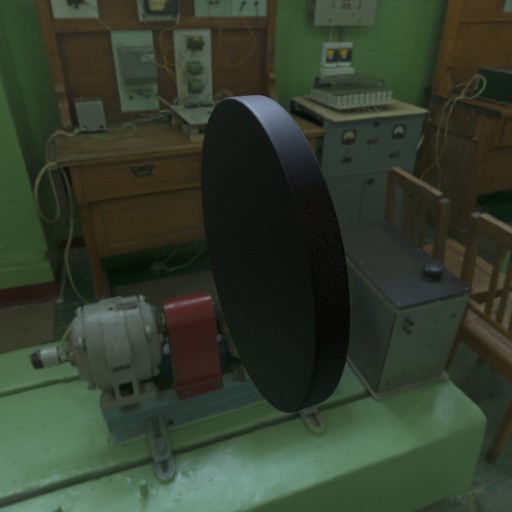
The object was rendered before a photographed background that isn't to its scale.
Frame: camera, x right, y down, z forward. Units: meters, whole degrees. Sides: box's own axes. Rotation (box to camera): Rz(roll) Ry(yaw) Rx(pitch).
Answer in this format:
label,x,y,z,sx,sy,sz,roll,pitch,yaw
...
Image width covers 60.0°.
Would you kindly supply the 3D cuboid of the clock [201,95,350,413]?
label,x,y,z,sx,sy,sz,roll,pitch,yaw
clock,0.000,0.000,0.461,0.029,0.314,0.314,-12,33,-18
